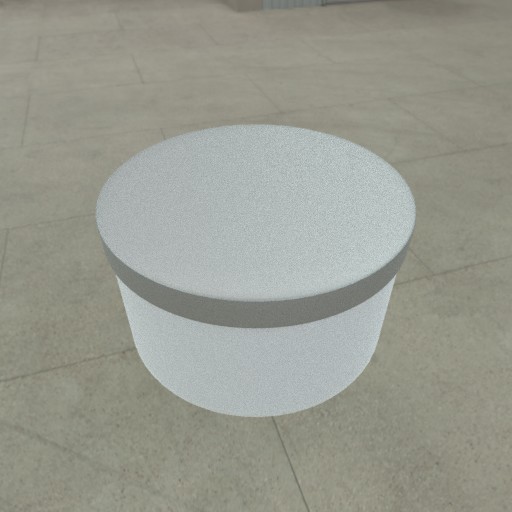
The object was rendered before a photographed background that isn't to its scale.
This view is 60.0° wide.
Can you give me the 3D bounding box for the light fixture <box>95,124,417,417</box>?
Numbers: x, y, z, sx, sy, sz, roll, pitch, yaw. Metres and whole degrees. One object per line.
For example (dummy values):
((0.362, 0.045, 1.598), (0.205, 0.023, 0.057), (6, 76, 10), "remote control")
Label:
((0.000, 0.000, 0.634), (0.393, 0.229, 0.393), (0, 40, 0), "light fixture")
